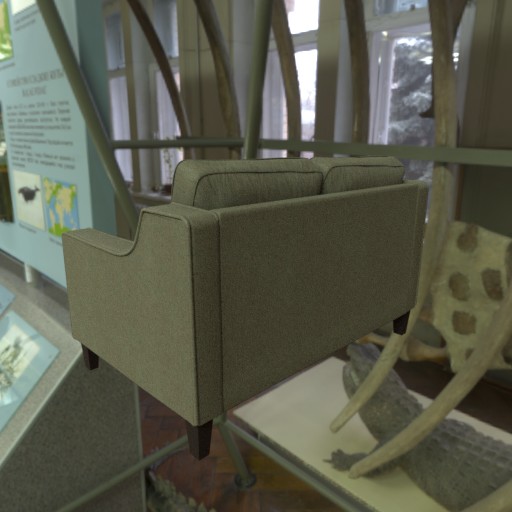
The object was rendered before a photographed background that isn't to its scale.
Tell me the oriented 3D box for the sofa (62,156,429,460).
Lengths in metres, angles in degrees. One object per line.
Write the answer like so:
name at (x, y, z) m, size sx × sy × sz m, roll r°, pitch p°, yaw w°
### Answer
sofa at (0.000, 0.000, 2.160) m, size 1.503 × 0.981 × 0.985 m, roll -14°, pitch 21°, yaw -43°
